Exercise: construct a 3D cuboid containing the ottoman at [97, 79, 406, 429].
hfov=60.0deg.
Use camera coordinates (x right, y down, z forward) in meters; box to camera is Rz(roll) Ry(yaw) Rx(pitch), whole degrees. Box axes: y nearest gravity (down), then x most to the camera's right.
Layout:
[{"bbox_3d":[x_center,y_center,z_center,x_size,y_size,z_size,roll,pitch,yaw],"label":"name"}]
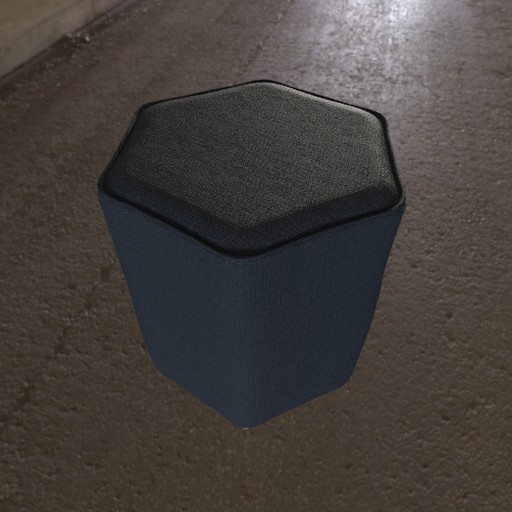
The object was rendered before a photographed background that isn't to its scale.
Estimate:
[{"bbox_3d":[0.000,0.000,0.861,0.492,0.505,0.454,-16,48,-15],"label":"ottoman"}]
